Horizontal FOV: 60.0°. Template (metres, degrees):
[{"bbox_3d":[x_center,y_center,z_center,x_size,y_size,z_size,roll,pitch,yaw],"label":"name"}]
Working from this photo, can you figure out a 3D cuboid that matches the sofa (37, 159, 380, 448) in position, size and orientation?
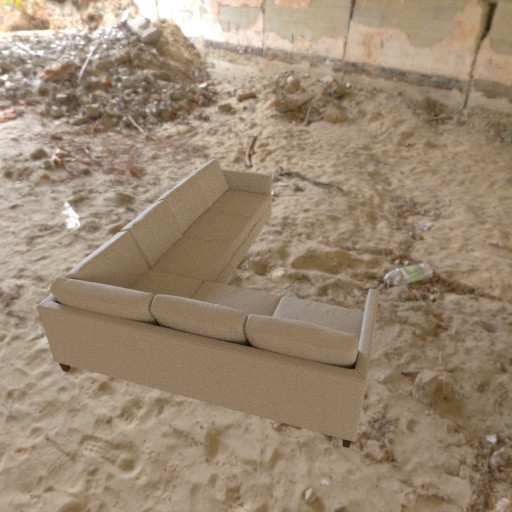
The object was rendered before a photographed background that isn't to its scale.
[{"bbox_3d":[0.000,0.000,4.377,2.432,0.863,3.182,9,32,15],"label":"sofa"}]
